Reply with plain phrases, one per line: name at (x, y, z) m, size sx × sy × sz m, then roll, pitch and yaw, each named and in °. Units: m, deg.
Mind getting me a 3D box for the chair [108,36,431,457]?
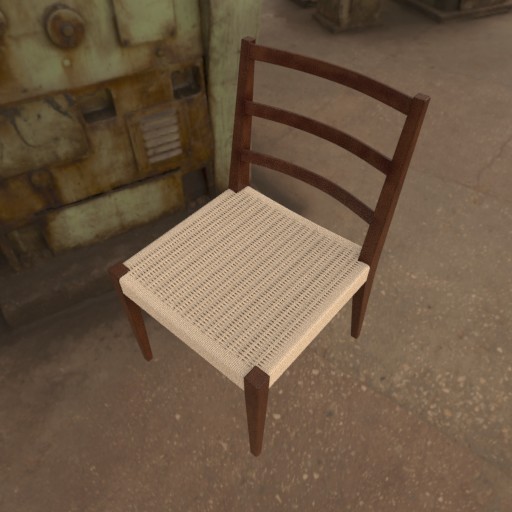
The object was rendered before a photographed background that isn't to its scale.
chair at (0.000, 0.000, 1.117) m, size 0.480 × 0.813 × 0.551 m, roll 32°, pitch 54°, yaw 26°
